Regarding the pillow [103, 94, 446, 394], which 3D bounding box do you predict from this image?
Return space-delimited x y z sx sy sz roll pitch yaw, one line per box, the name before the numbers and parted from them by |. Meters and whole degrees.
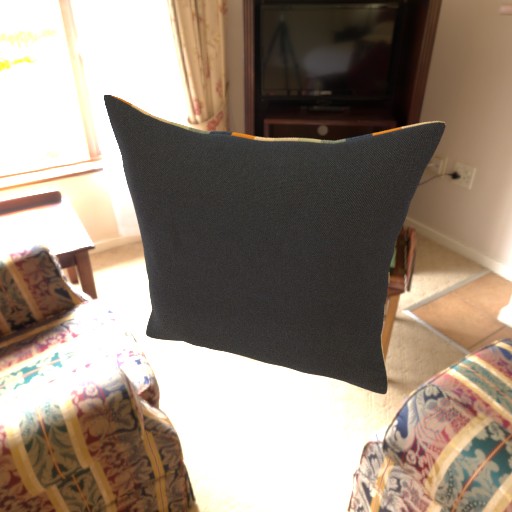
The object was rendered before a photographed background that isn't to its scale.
pillow | 0.000 0.000 0.691 0.463 0.454 0.173 10 33 16
